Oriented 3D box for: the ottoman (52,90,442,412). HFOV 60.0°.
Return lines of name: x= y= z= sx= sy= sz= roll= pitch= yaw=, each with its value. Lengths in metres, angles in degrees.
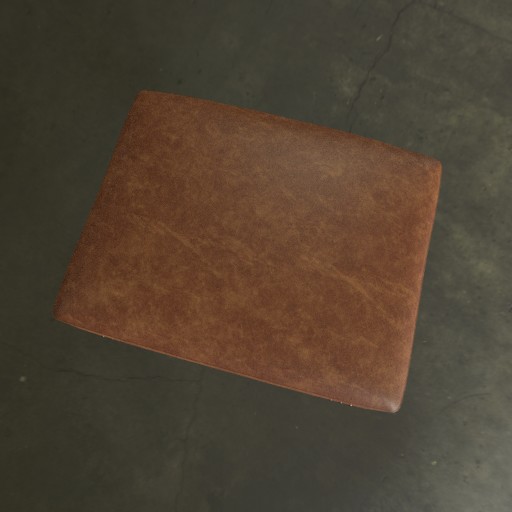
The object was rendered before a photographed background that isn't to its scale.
ottoman: x=0.000 y=0.000 z=1.125 sx=0.742 sy=0.486 sz=0.586 roll=15 pitch=75 yaw=4
